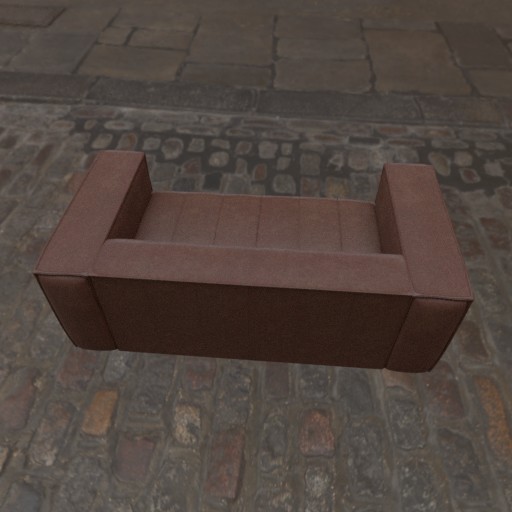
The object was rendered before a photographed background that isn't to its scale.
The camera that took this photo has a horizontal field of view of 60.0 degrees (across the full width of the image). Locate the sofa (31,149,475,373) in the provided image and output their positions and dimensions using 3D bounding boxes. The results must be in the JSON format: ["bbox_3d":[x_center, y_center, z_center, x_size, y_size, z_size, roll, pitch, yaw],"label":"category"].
[{"bbox_3d":[0.000,0.000,2.607,2.088,0.703,1.102,3,46,3],"label":"sofa"}]
